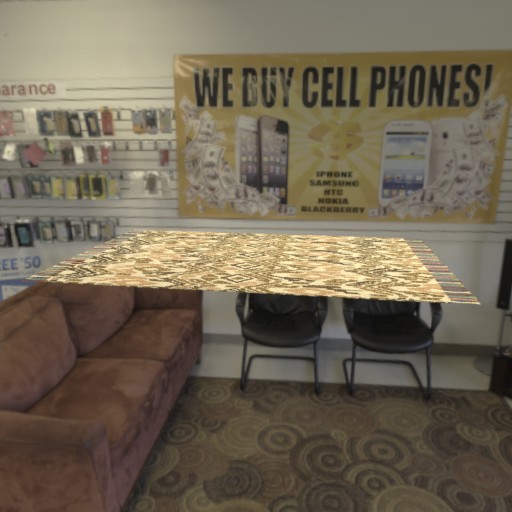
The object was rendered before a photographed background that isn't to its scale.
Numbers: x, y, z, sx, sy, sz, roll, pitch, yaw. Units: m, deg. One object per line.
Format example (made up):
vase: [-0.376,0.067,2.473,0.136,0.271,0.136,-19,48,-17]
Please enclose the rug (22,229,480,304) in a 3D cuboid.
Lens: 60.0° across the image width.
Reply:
rug: [0.000,0.000,3.015,2.438,0.008,1.524,2,15,9]
